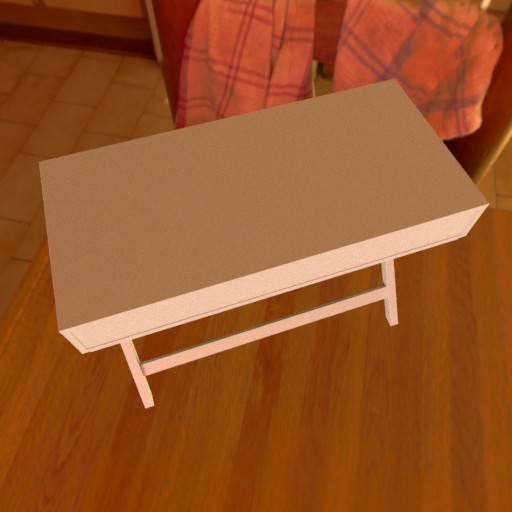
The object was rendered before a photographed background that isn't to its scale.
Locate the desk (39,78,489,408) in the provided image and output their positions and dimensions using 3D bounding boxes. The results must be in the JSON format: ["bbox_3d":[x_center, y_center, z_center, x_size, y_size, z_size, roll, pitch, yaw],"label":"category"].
[{"bbox_3d":[0.000,0.000,1.485,1.057,0.780,0.525,-16,61,-9],"label":"desk"}]
